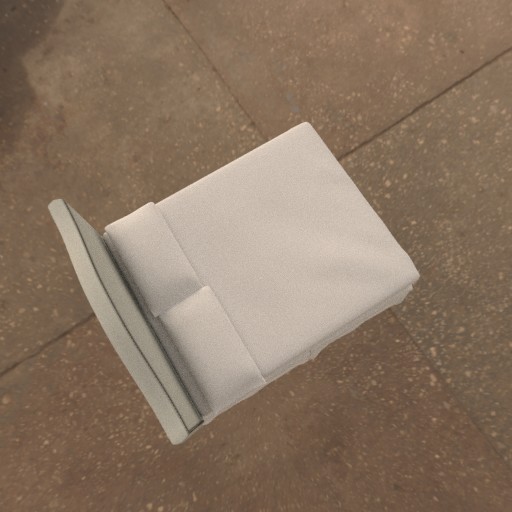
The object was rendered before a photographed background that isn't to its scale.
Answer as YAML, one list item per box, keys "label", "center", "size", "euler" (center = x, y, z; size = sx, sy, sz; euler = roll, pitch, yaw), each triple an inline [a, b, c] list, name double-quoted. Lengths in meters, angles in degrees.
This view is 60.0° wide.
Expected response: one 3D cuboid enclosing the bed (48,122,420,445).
- label: "bed"
  center: [0.000, 0.000, 3.433]
  size: [2.180, 1.607, 1.813]
  euler: [-31, 77, -8]
